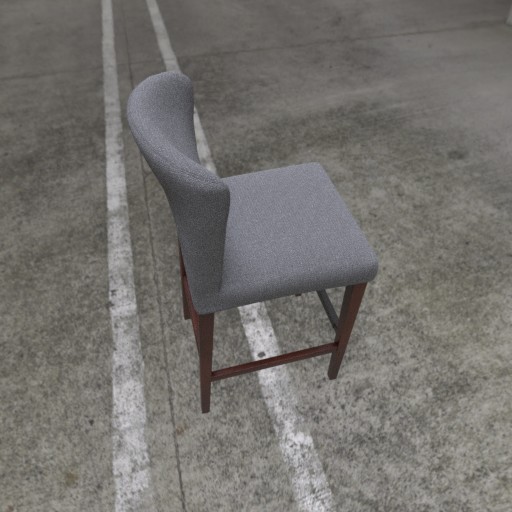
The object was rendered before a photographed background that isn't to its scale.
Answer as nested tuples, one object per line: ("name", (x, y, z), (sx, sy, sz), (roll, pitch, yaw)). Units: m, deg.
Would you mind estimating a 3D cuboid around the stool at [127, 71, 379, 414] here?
("stool", (0.000, 0.000, 1.373), (0.568, 1.069, 0.486), (-11, 49, -10))
